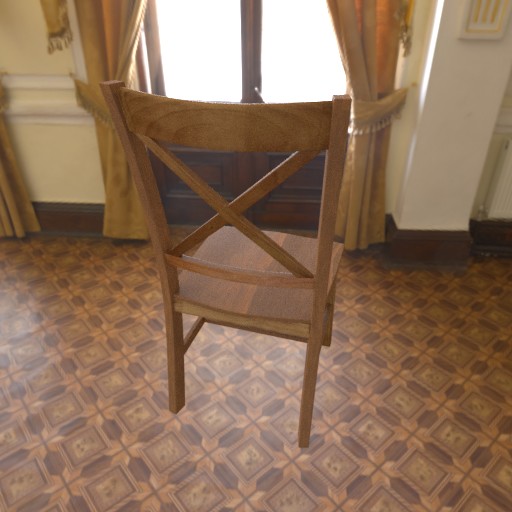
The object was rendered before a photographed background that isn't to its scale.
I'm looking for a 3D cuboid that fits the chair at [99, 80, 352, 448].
[{"bbox_3d":[0.000,0.000,1.252,0.485,0.983,0.542,9,32,15],"label":"chair"}]
